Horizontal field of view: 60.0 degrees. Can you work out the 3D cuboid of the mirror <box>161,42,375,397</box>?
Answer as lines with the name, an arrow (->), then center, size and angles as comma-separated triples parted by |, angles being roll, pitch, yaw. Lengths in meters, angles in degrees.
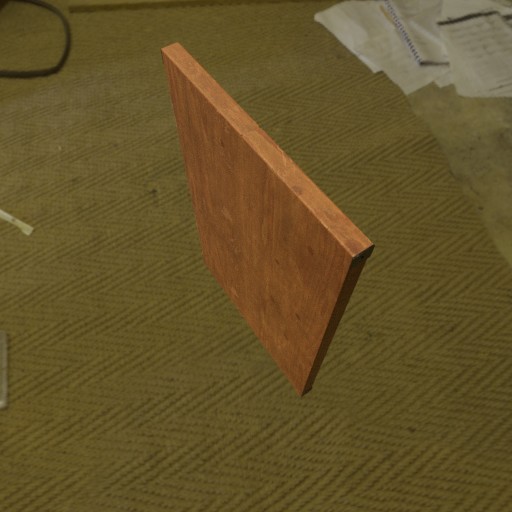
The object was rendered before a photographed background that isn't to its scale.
mirror -> 0.000, 0.000, 1.002 | 0.053, 0.761, 0.517 | -31, 64, -17
